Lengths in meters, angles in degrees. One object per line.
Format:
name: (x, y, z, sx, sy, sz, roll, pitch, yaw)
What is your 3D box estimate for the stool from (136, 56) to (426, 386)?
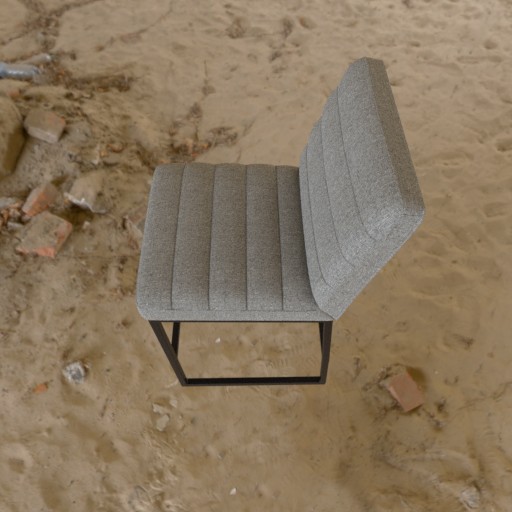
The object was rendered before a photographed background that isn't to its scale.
stool: (0.000, 0.000, 1.231, 0.560, 0.940, 0.460, -1, 57, 0)
